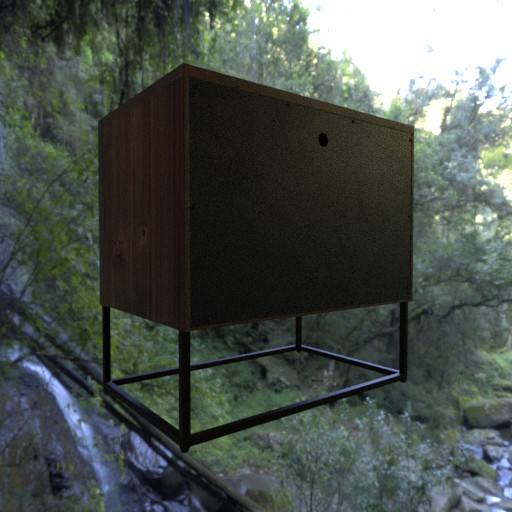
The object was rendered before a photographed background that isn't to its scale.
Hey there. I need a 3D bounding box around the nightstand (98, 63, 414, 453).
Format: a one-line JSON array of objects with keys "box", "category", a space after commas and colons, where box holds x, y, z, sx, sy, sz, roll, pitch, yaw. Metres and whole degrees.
[{"box": [0.000, 0.000, 1.040, 0.610, 0.610, 0.437, -1, 2, -37], "category": "nightstand"}]
